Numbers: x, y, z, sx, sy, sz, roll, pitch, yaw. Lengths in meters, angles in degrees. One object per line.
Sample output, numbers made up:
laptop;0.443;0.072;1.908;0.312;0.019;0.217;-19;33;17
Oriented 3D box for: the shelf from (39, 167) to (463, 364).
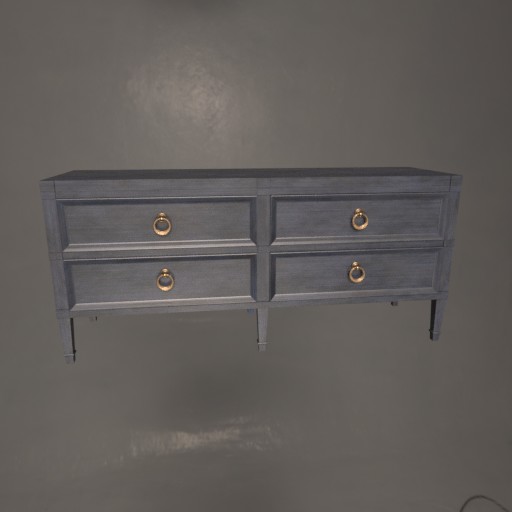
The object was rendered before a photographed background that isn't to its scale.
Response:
shelf;0.000;0.000;1.942;1.575;0.719;0.479;-2;16;-7
